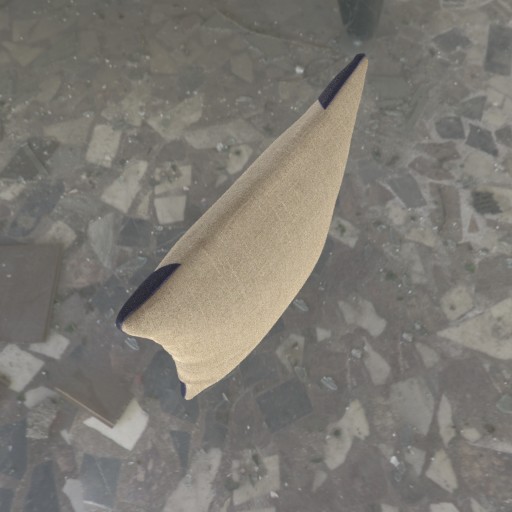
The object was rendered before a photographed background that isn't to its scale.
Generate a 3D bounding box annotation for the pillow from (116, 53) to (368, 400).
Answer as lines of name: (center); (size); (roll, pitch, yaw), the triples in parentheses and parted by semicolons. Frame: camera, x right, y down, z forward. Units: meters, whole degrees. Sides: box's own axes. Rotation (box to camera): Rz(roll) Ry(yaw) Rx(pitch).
pillow: (0.000, 0.000, 0.670); (0.147, 0.441, 0.440); (33, 69, 14)
